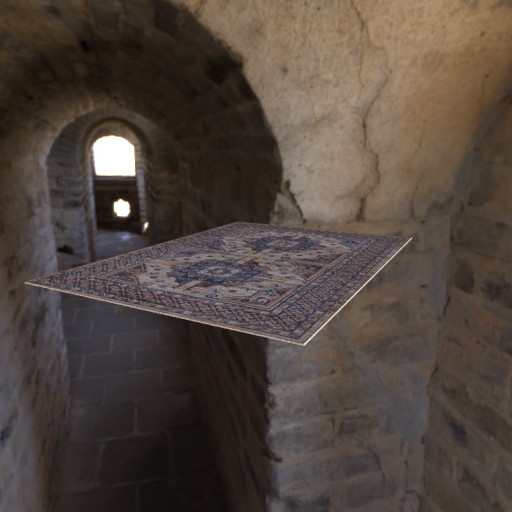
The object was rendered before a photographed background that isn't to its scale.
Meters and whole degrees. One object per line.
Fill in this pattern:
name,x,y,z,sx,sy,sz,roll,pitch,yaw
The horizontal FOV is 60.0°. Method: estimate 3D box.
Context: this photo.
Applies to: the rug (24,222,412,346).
rug,0.000,0.000,2.944,1.611,0.008,2.227,7,16,28
